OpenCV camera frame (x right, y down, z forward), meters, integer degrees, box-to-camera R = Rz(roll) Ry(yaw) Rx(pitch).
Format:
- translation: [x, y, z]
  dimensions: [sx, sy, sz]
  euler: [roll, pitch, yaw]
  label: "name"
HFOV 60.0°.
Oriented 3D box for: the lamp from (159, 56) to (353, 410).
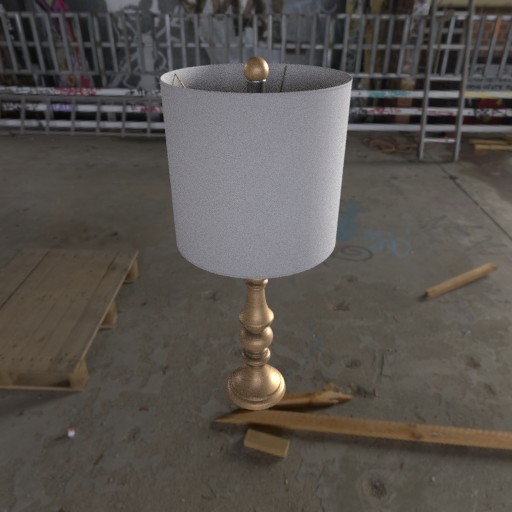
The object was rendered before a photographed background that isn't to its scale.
- translation: [0.000, 0.000, 0.724]
  dimensions: [0.250, 0.597, 0.250]
  euler: [12, 32, 19]
  label: "lamp"
